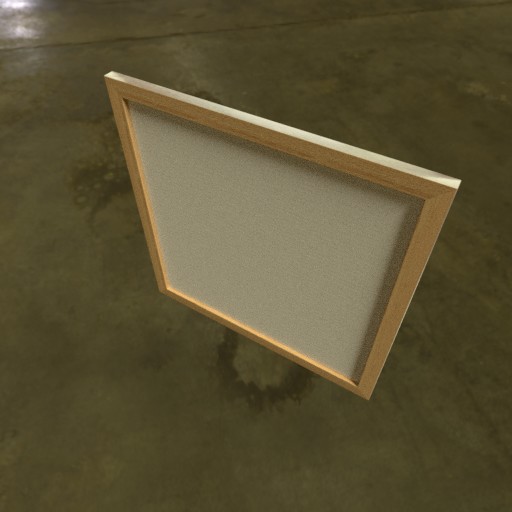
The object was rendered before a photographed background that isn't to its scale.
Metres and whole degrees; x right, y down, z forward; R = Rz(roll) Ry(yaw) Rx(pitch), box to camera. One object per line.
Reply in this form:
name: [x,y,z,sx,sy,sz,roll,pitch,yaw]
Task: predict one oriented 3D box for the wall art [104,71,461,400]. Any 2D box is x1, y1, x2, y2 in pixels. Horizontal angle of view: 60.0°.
wall art: [0.000,0.000,1.124,0.762,0.762,0.027,24,52,21]
